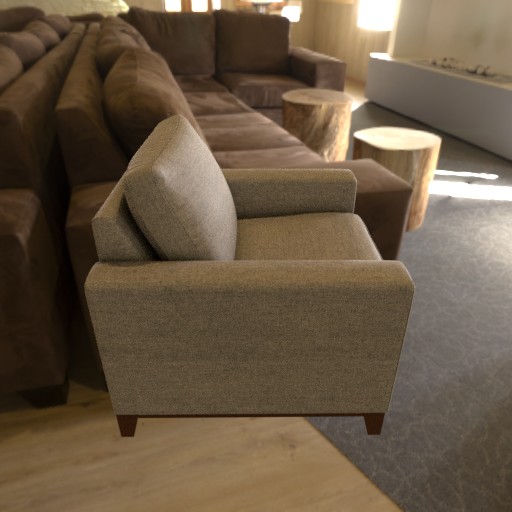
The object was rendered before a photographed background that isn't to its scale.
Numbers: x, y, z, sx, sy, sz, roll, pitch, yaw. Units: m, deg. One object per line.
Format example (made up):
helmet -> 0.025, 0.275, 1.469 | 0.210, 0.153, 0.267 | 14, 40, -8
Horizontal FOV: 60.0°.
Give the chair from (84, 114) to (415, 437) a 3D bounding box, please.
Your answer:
chair -> 0.000, 0.000, 1.850 | 1.038, 1.010, 1.024 | 0, 31, 0
